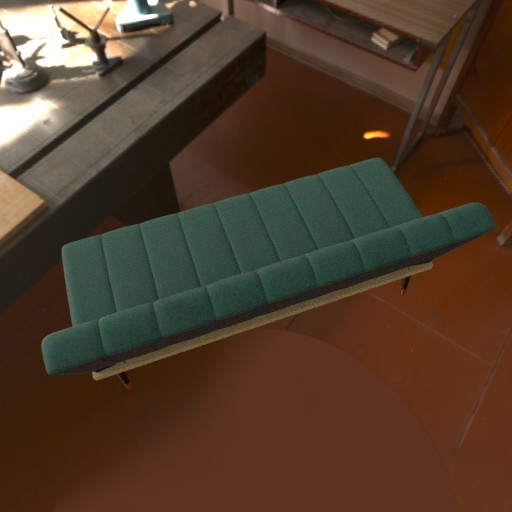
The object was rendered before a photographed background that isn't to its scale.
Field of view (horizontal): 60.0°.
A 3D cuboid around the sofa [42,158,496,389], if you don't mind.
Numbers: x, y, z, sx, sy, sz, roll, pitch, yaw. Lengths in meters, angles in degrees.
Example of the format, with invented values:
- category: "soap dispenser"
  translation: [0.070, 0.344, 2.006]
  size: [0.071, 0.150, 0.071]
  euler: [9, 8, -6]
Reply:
- category: "sofa"
  translation: [0.000, 0.000, 2.169]
  size: [1.810, 0.820, 0.830]
  euler: [-17, 61, -10]
